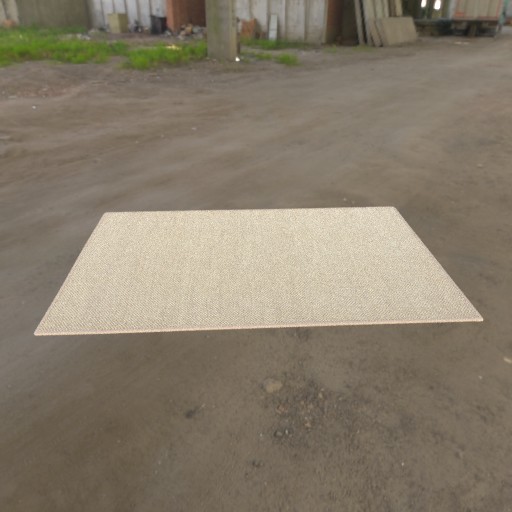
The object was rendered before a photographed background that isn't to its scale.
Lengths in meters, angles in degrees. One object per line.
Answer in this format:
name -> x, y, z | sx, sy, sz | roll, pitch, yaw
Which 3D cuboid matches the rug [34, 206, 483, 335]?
rug -> 0.000, 0.000, 2.100 | 1.676, 0.013, 1.067 | -1, 30, -2
